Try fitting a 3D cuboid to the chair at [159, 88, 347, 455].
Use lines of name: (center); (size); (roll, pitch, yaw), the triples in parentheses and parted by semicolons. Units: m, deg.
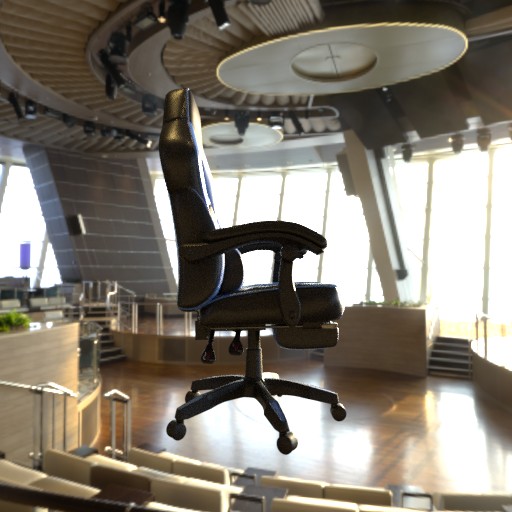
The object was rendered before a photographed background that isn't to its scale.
chair: (0.000, 0.000, 1.758); (0.700, 1.280, 0.700); (0, -2, 0)
